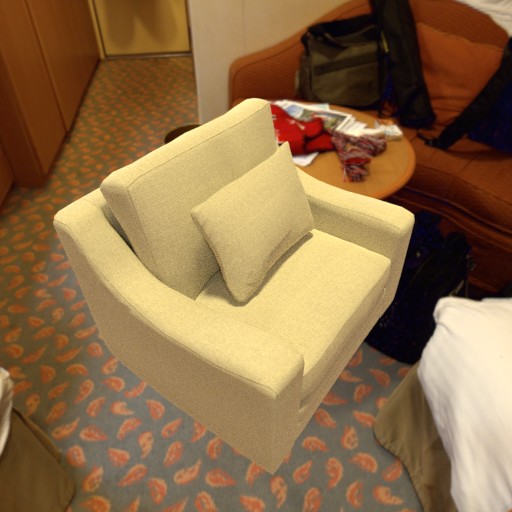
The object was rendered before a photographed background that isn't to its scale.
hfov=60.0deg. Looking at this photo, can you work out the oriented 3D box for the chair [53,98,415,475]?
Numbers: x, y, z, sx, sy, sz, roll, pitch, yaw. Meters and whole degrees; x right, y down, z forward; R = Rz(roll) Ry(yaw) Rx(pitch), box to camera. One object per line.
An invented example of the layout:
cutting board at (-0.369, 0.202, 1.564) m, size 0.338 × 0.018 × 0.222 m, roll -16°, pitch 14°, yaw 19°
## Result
chair at (0.000, 0.000, 1.944) m, size 1.009 × 1.016 × 1.178 m, roll 26°, pitch 47°, yaw 27°
